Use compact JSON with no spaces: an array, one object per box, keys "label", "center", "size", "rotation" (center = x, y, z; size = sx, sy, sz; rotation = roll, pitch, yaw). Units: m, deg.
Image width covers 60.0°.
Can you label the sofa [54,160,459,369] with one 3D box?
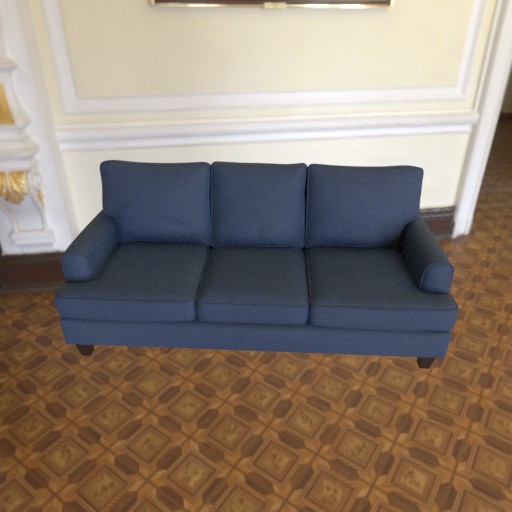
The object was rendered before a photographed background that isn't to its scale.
[{"label":"sofa","center":[0.000,0.000,2.696],"size":[2.158,0.965,0.951],"rotation":[2,30,3]}]
